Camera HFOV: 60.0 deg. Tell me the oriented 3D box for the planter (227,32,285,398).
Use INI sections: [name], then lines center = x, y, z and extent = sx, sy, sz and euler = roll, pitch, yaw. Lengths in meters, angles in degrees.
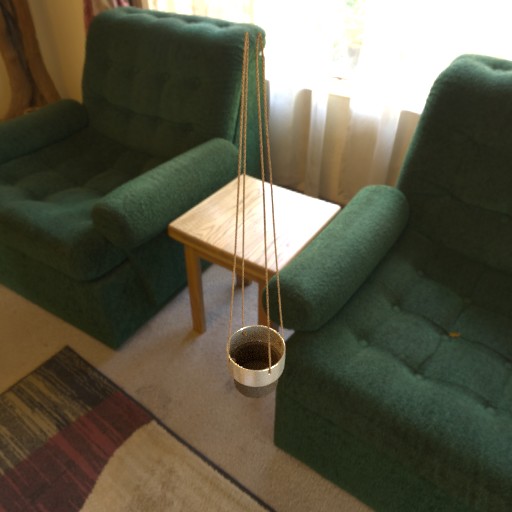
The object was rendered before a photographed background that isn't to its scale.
[planter]
center = 0.000, 0.000, 1.165
extent = 0.187, 1.073, 0.187
euler = 12, 40, 14
